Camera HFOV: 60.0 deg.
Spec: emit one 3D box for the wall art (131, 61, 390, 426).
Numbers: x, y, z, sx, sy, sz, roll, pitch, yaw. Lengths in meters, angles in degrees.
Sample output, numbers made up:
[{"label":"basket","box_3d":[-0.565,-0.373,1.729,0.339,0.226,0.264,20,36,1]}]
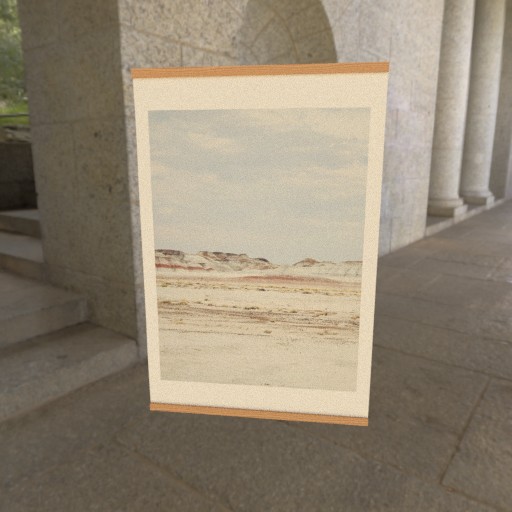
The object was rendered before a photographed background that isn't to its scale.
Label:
[{"label":"wall art","box_3d":[0.000,0.000,1.895,1.011,1.521,0.025,2,12,7]}]
